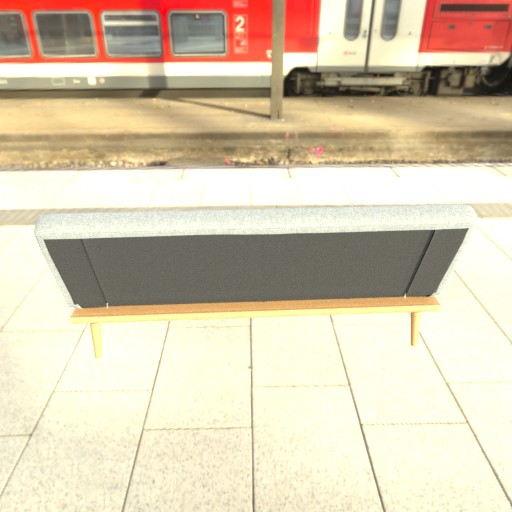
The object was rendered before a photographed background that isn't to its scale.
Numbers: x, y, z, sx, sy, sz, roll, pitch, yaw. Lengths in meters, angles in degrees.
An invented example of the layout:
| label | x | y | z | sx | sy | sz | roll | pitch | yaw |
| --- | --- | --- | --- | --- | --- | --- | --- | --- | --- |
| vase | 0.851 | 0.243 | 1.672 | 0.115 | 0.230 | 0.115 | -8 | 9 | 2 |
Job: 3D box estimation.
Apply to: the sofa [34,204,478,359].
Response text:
| label | x | y | z | sx | sy | sz | roll | pitch | yaw |
| --- | --- | --- | --- | --- | --- | --- | --- | --- | --- |
| sofa | 0.000 | 0.000 | 2.283 | 1.820 | 0.800 | 0.800 | -2 | 30 | -3 |
